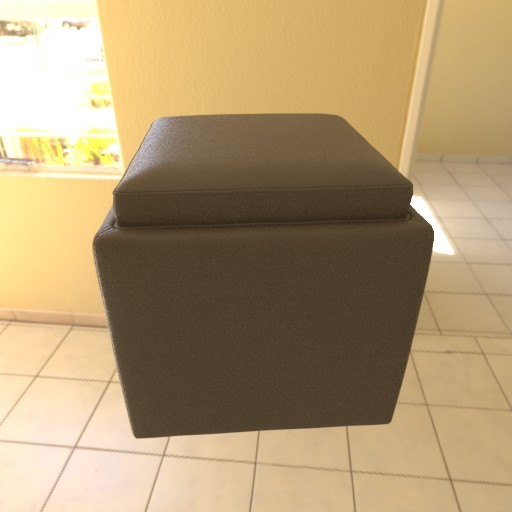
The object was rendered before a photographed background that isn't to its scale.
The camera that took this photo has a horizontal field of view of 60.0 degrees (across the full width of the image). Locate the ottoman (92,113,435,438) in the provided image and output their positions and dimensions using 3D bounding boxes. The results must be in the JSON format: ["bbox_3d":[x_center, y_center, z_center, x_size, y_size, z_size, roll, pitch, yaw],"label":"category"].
[{"bbox_3d":[0.000,0.000,0.816,0.451,0.460,0.450,-2,30,-3],"label":"ottoman"}]
